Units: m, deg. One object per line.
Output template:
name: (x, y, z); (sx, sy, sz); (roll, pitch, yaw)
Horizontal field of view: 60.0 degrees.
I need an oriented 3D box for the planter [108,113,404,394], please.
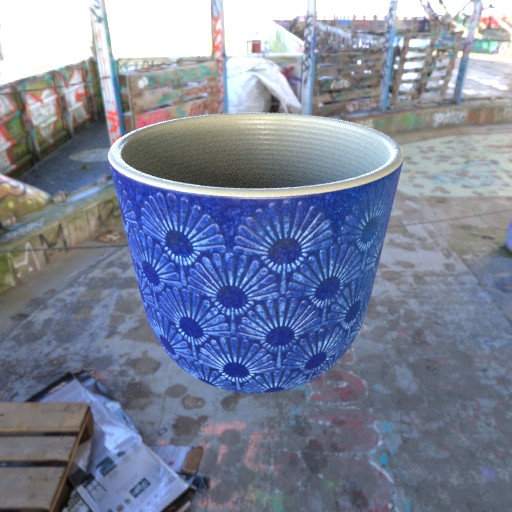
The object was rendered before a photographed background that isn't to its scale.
planter: (0.000, 0.000, 0.367); (0.206, 0.190, 0.206); (0, 29, 0)
